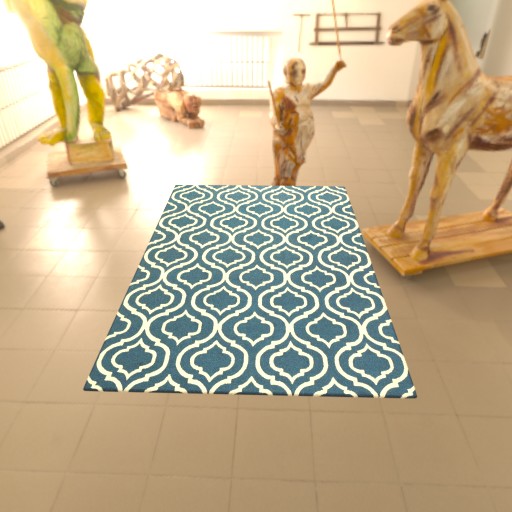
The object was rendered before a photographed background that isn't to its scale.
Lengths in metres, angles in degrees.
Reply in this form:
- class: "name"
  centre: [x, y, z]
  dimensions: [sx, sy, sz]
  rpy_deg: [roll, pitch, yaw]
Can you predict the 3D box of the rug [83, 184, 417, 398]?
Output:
- class: "rug"
  centre: [0.000, 0.000, 2.247]
  dimensions: [1.143, 0.010, 1.753]
  rpy_deg: [1, 33, 1]
